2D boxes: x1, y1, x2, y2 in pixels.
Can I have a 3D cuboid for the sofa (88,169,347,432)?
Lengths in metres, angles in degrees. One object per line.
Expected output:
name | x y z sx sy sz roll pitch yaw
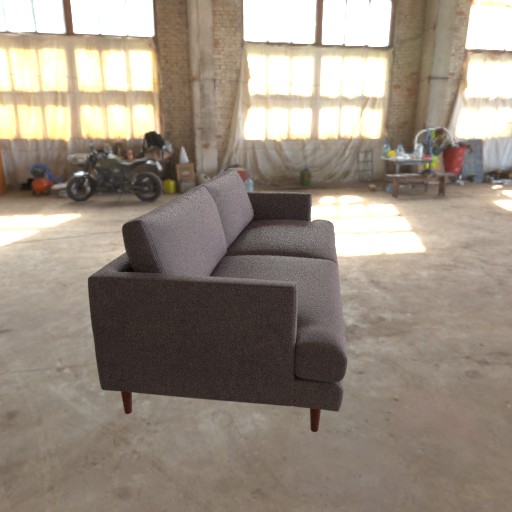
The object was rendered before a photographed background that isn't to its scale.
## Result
sofa | 0.000 0.000 2.768 1.020 0.868 2.250 2 17 8
